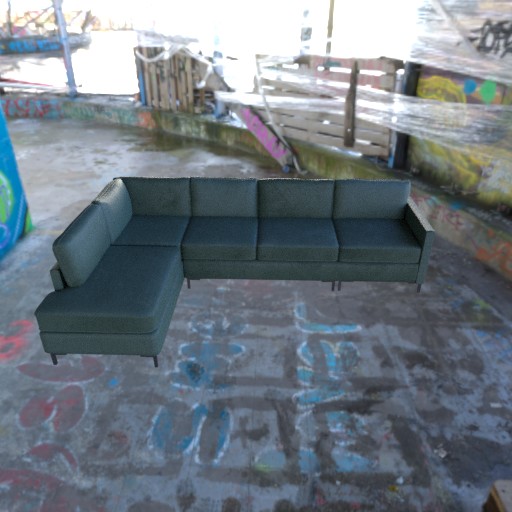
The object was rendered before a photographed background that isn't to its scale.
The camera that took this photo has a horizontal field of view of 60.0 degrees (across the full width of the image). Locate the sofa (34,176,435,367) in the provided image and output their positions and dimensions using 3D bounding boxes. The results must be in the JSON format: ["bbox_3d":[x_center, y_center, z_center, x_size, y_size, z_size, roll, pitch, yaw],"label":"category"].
[{"bbox_3d":[0.000,0.000,4.245,3.384,0.996,2.048,1,30,2],"label":"sofa"}]
